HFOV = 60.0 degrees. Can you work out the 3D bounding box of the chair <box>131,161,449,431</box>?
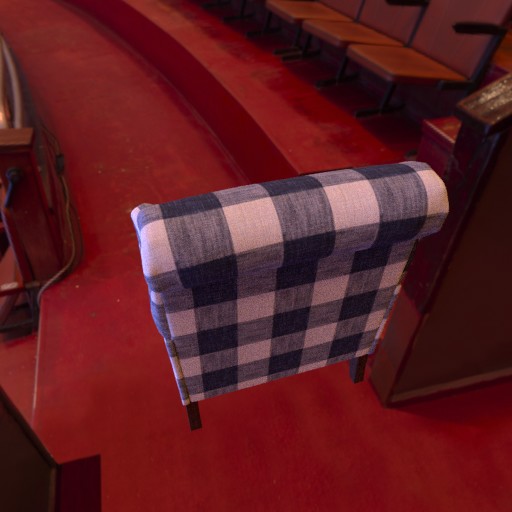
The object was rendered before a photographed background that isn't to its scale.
[{"bbox_3d":[0.000,0.000,1.558,0.781,0.953,0.848,-12,43,-13],"label":"chair"}]
